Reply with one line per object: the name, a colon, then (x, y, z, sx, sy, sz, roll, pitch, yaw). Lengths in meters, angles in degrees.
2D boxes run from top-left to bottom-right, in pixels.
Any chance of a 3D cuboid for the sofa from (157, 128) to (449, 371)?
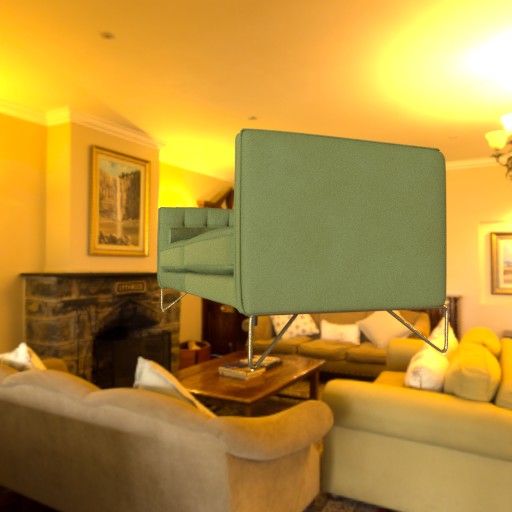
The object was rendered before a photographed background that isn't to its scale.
sofa: (0.000, 0.000, 2.510, 0.867, 0.789, 2.087, 1, -1, -20)
